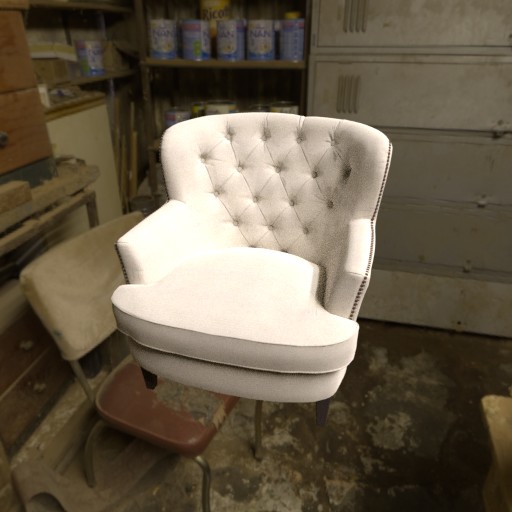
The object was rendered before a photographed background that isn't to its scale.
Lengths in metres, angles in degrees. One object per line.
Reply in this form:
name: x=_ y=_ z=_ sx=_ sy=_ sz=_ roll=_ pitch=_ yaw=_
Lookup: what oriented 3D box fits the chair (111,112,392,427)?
chair: x=0.000 y=0.000 z=1.602 sx=0.848 sy=0.868 sz=0.906 roll=7 pitch=28 yaw=14
